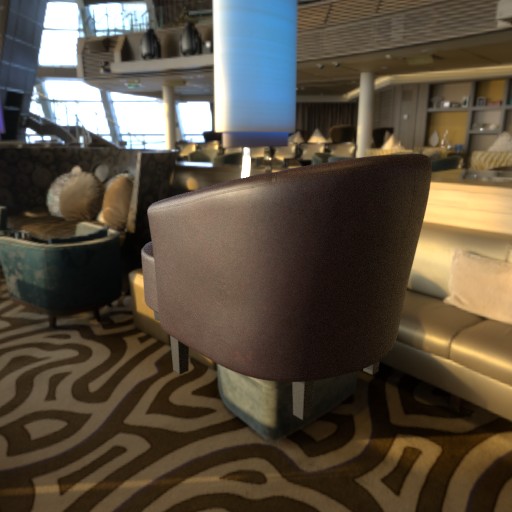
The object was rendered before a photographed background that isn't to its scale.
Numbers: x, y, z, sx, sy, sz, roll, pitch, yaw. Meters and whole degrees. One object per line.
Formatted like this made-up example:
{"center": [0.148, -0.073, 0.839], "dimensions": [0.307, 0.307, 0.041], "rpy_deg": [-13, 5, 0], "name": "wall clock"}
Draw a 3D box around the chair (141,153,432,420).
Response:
{"center": [0.000, 0.000, 1.614], "dimensions": [0.737, 0.755, 1.176], "rpy_deg": [-14, 21, -42], "name": "chair"}
